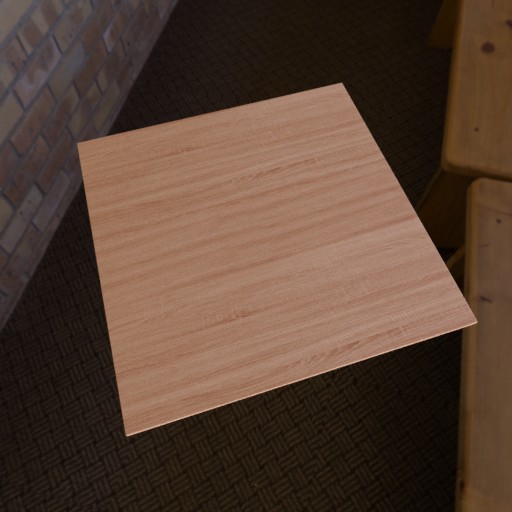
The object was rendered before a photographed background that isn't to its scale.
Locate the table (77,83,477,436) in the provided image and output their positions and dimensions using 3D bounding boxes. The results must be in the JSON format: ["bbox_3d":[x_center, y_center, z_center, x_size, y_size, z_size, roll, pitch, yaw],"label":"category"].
[{"bbox_3d":[0.000,0.000,1.075,0.670,0.305,0.670,-16,64,-8],"label":"table"}]
